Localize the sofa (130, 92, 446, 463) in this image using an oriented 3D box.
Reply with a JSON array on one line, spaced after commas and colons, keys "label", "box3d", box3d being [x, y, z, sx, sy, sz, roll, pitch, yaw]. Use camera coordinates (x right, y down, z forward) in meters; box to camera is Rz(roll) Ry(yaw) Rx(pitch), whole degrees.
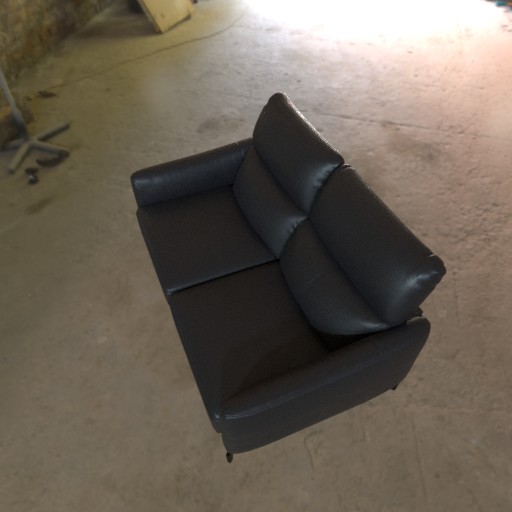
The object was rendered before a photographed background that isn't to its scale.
[{"label": "sofa", "box3d": [0.000, 0.000, 2.223, 0.958, 0.920, 1.596, -18, 51, -15]}]
